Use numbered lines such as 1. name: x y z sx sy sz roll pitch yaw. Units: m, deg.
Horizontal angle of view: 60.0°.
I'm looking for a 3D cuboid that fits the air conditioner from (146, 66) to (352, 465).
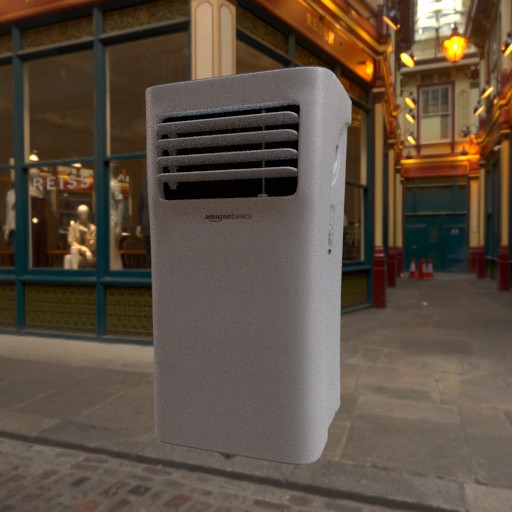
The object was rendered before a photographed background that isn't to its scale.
1. air conditioner: 0.000 0.000 0.922 0.352 0.716 0.369 1 2 19
